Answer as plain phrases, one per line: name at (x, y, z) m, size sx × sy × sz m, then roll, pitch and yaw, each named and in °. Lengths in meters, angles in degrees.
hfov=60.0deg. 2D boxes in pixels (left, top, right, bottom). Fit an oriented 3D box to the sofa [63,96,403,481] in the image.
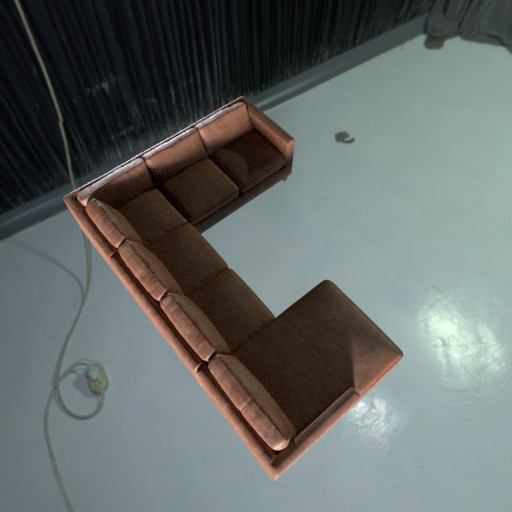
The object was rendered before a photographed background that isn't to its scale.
sofa at (0.000, 0.000, 4.603) m, size 2.430 × 0.832 × 3.401 m, roll -36°, pitch 66°, yaw -19°
